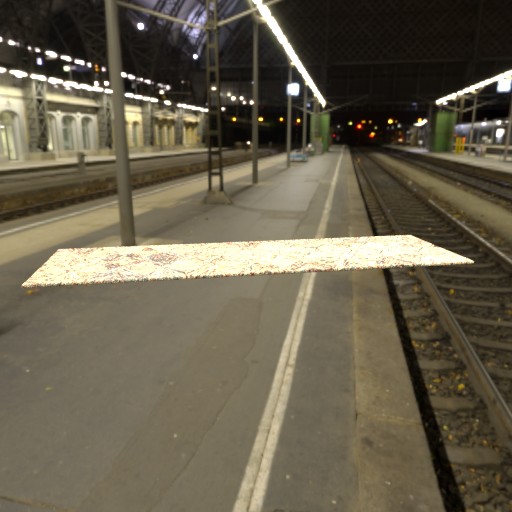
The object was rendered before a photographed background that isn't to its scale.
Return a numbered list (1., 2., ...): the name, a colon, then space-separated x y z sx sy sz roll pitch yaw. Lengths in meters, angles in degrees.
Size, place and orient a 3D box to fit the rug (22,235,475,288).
1. rug: 0.000 0.000 2.531 2.292 0.015 0.688 -3 15 -10
